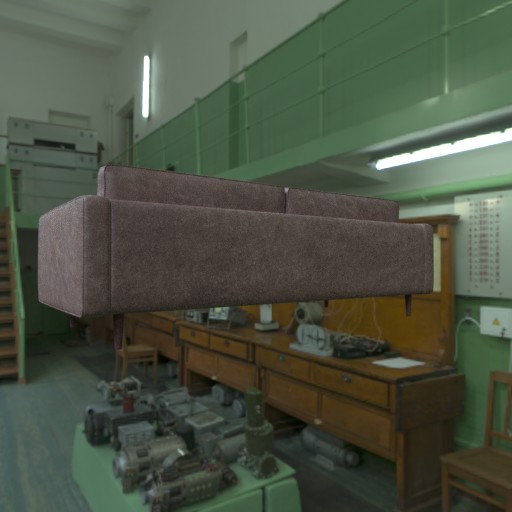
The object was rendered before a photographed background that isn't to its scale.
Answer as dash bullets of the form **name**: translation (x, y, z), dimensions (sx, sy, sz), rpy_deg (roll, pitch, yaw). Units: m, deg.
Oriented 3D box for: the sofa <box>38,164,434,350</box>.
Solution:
- **sofa**: translation (0.000, 0.000, 2.599), dimensions (2.210, 0.762, 0.914), rpy_deg (1, -1, -35)
